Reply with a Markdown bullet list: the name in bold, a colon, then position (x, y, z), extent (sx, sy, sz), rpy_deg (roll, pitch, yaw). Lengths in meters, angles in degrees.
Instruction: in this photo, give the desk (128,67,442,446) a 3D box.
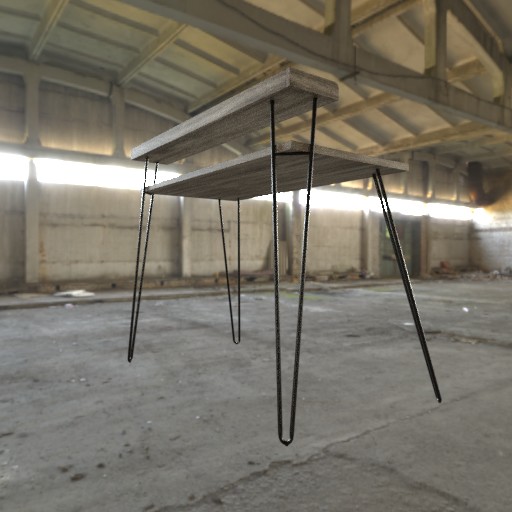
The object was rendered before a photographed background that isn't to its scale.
- **desk**: position (0.000, 0.000, 1.633), extent (0.605, 0.899, 1.135), rpy_deg (0, 0, -37)
